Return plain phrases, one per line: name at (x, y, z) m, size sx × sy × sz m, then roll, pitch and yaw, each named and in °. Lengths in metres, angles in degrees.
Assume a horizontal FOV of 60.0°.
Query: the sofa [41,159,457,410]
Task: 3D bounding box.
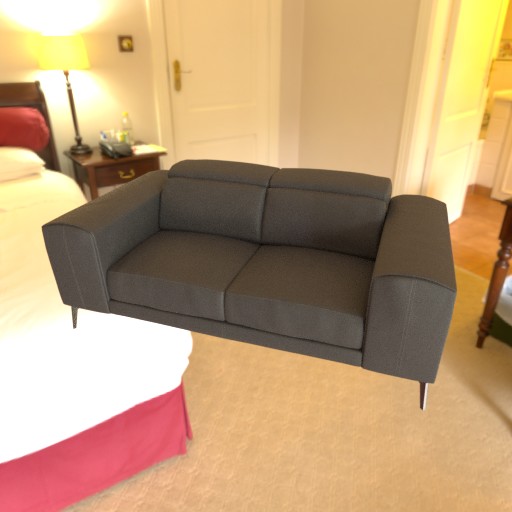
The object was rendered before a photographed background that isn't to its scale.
sofa at (0.000, 0.000, 2.376) m, size 1.895 × 0.779 × 1.003 m, roll 9°, pitch 28°, yaw 17°
